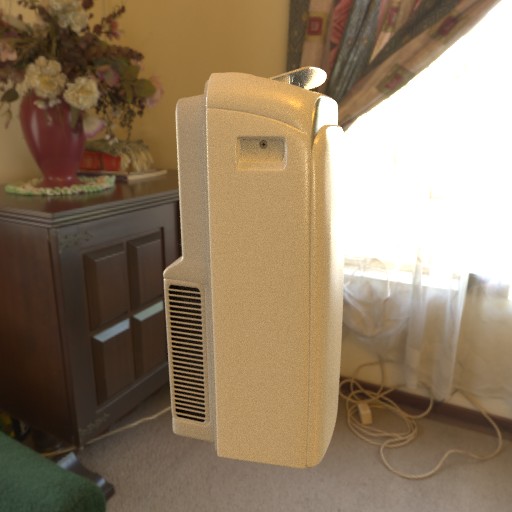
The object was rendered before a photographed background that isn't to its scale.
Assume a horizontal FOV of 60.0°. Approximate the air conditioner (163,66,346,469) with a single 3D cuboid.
[{"bbox_3d":[0.000,0.000,1.033,0.414,0.786,0.449,3,16,11],"label":"air conditioner"}]
